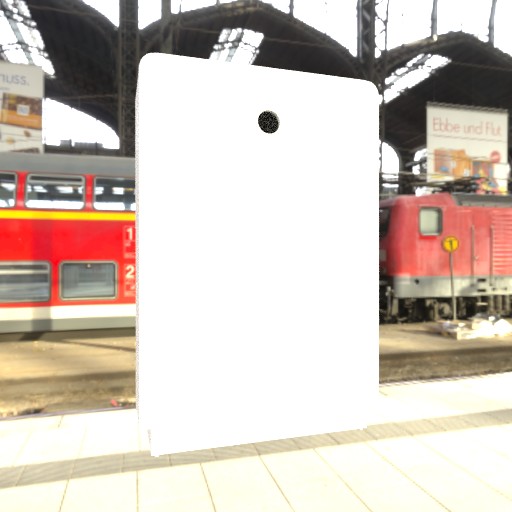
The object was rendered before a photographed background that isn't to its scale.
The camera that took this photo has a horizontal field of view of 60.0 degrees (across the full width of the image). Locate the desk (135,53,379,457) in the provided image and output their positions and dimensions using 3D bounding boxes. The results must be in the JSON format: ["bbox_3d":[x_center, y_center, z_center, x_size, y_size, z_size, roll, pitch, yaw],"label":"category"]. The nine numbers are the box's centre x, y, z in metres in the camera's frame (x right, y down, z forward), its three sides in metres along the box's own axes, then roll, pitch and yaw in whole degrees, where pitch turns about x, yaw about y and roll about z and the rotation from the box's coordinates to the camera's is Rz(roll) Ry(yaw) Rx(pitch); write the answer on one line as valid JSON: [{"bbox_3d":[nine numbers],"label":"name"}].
[{"bbox_3d":[0.000,0.000,1.532,0.795,1.190,0.278,0,0,-17],"label":"desk"}]
